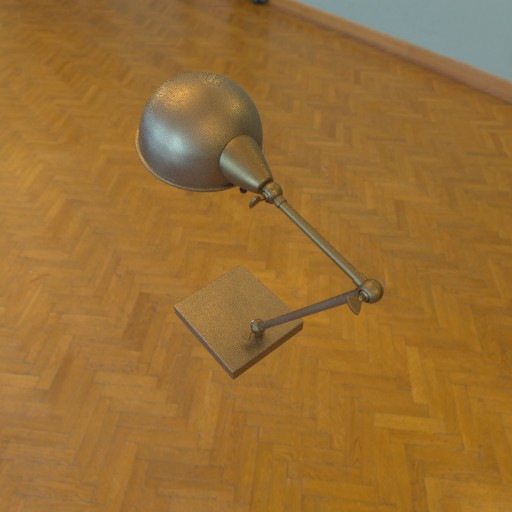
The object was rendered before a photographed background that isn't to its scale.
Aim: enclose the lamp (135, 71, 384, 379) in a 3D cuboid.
[{"bbox_3d":[0.000,0.000,0.537,0.149,0.371,0.339,-31,53,-26],"label":"lamp"}]
